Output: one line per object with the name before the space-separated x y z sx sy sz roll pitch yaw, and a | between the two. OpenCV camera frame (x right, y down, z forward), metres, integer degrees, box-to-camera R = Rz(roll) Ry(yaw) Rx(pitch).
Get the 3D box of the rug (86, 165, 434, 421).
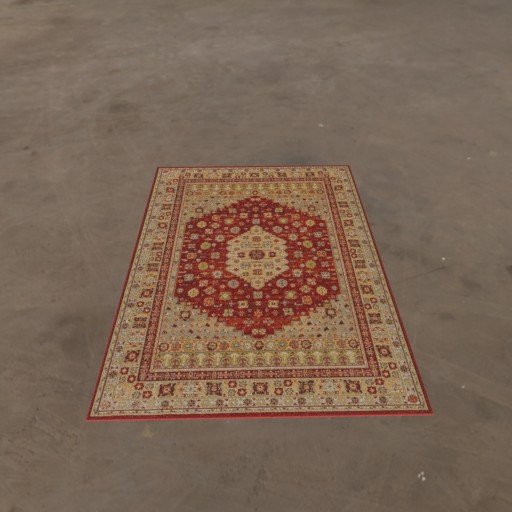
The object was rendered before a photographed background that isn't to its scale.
rug | 0.000 0.000 2.849 1.593 0.013 2.211 -1 42 -1
